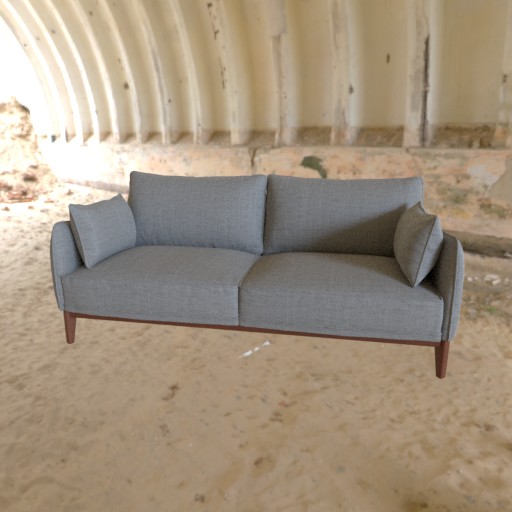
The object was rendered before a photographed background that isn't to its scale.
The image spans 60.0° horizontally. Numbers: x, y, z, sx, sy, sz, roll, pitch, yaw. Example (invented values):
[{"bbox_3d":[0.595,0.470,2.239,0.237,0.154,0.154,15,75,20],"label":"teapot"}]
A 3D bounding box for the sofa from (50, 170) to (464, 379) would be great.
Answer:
[{"bbox_3d":[0.000,0.000,2.453,1.989,0.851,0.972,3,15,10],"label":"sofa"}]
